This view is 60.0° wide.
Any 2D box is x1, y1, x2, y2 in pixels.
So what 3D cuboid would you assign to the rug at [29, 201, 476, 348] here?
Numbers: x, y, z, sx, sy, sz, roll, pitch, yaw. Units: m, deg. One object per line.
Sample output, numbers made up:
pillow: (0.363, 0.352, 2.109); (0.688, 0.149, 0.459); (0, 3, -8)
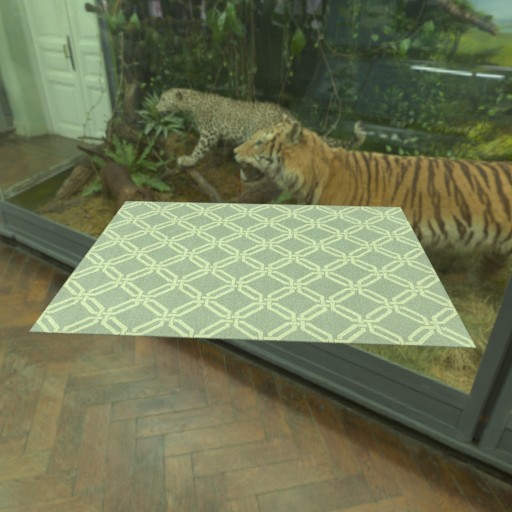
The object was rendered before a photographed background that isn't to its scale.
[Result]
rug: (0.000, 0.000, 4.363); (3.353, 0.013, 2.438); (2, 31, 3)
